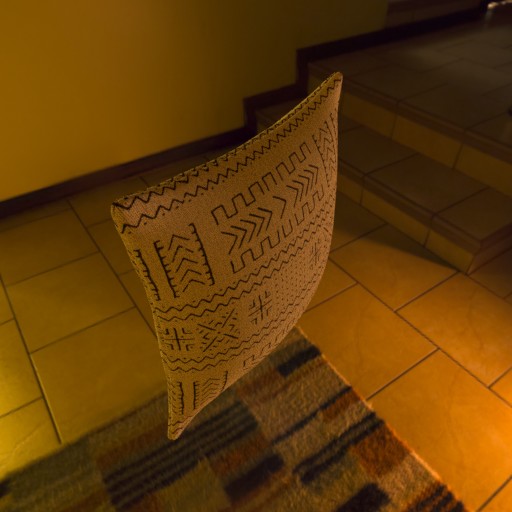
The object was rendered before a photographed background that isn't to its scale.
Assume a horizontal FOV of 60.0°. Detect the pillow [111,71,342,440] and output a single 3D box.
[{"bbox_3d":[0.000,0.000,0.658,0.164,0.430,0.438,25,47,26],"label":"pillow"}]
